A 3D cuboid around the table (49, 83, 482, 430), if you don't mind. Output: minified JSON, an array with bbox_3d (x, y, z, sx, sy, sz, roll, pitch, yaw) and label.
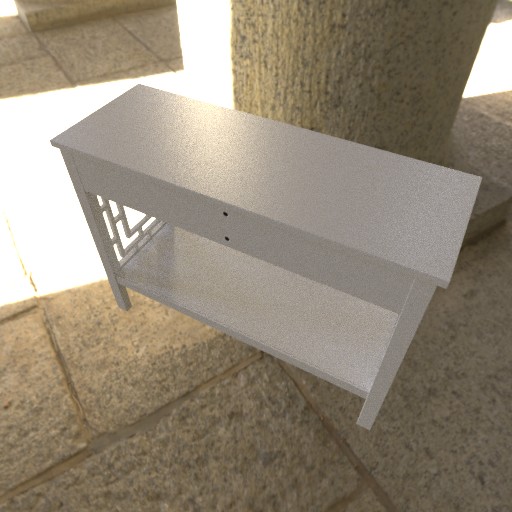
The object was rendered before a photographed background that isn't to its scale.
[{"bbox_3d":[0.000,0.000,1.427,1.068,0.753,0.397,21,50,19],"label":"table"}]
